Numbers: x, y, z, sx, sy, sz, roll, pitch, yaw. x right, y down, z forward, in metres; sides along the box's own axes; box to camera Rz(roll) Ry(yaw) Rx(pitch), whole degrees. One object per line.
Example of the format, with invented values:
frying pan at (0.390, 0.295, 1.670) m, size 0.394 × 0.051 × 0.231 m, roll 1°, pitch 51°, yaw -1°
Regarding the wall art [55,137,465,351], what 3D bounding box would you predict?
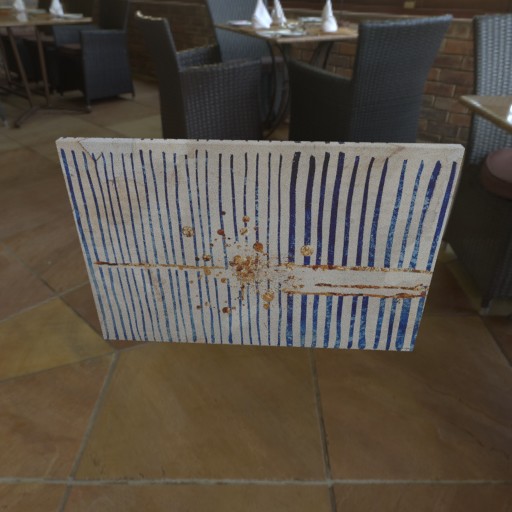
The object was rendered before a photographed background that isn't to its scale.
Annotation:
wall art at (0.000, 0.000, 1.453) m, size 1.143 × 0.757 × 0.038 m, roll 2°, pitch 32°, yaw 3°
